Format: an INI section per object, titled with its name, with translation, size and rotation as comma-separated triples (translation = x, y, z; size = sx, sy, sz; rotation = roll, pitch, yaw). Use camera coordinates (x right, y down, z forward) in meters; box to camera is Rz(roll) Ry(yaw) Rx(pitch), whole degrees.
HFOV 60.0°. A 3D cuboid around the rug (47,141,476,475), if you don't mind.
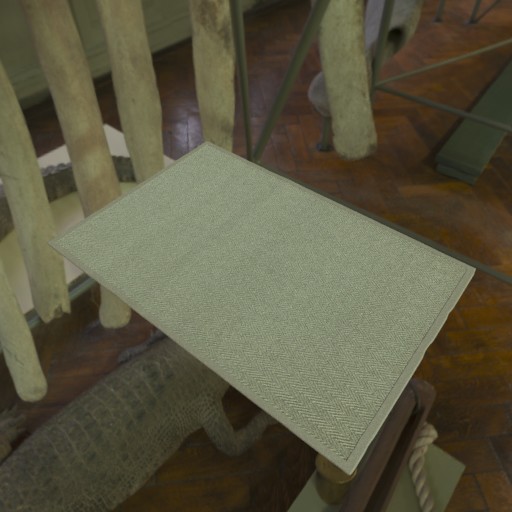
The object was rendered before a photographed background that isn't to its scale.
[rug]
translation = 0.000, 0.000, 2.835
size = 2.290, 0.021, 1.540
rotation = 30, 54, 25
